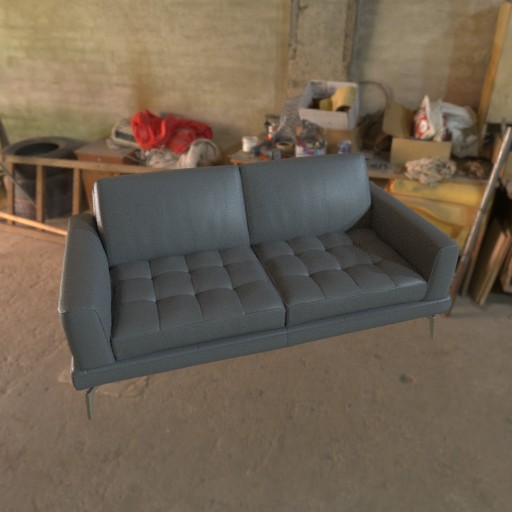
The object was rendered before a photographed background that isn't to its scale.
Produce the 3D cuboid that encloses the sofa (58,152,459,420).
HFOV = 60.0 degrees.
[{"bbox_3d":[0.000,0.000,2.706,2.177,0.930,1.121,-9,32,-14],"label":"sofa"}]
